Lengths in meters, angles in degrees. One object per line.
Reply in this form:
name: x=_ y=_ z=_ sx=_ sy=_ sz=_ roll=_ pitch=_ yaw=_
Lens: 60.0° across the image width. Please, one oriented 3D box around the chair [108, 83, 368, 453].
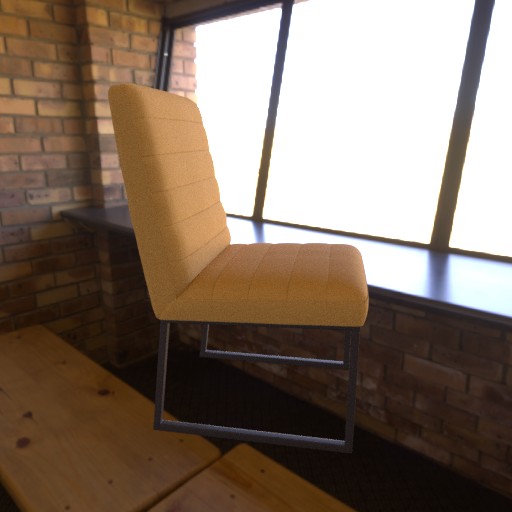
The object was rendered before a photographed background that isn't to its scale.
chair: x=0.000 y=0.000 z=1.320 sx=0.634 sy=0.930 sz=0.520 roll=3 pitch=15 yaw=10
